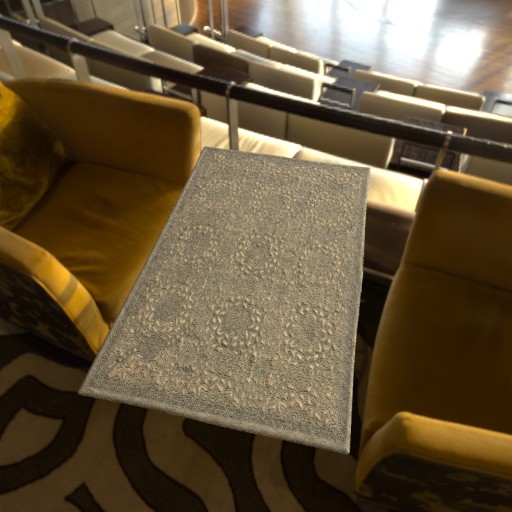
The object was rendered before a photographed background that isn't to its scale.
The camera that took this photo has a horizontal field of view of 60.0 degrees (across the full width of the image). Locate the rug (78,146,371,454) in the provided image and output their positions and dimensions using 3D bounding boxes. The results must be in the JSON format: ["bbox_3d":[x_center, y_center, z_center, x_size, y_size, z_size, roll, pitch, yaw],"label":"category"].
[{"bbox_3d":[0.000,0.000,3.220,1.535,0.022,2.498,9,49,8],"label":"rug"}]
